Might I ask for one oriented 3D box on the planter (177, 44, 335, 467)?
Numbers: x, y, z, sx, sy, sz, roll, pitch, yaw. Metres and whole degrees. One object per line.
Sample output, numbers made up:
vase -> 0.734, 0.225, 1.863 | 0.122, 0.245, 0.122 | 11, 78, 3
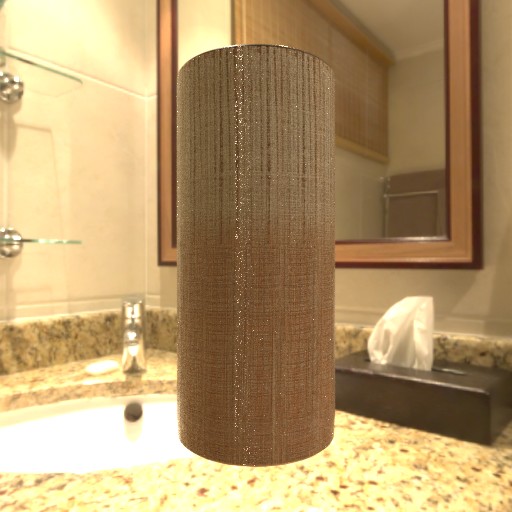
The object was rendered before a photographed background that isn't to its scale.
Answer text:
planter -> 0.000, 0.000, 0.285 | 0.100, 0.227, 0.100 | 0, 0, -1
